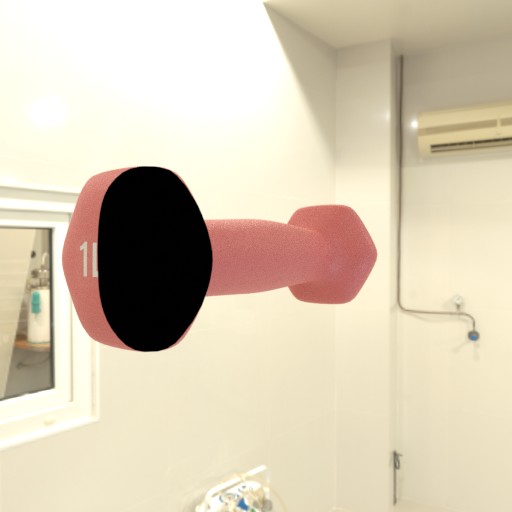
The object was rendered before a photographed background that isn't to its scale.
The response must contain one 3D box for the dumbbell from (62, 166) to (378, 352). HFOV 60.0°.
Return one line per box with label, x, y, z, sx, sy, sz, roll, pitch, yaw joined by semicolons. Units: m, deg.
dumbbell;0.000;0.000;0.150;0.047;0.043;0.123;1;1;34
